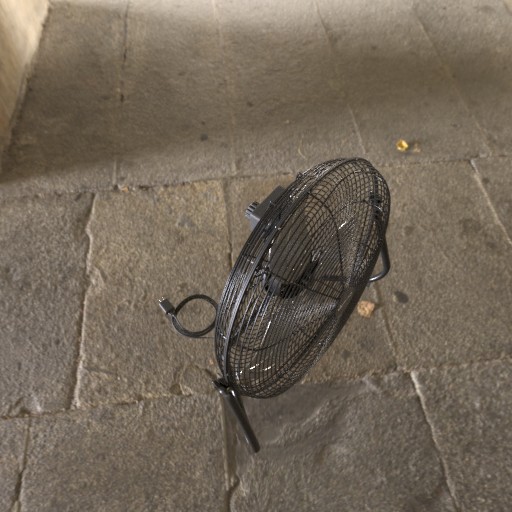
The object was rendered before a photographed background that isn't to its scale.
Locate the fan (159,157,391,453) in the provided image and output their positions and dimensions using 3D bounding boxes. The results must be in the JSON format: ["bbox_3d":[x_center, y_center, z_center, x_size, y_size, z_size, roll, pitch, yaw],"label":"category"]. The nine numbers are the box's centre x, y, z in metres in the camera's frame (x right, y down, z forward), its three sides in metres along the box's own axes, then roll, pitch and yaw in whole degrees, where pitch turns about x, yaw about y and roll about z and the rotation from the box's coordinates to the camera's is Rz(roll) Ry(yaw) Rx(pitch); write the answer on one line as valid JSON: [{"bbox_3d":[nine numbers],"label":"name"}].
[{"bbox_3d":[0.000,0.000,0.985,0.470,0.605,0.595,34,64,19],"label":"fan"}]
